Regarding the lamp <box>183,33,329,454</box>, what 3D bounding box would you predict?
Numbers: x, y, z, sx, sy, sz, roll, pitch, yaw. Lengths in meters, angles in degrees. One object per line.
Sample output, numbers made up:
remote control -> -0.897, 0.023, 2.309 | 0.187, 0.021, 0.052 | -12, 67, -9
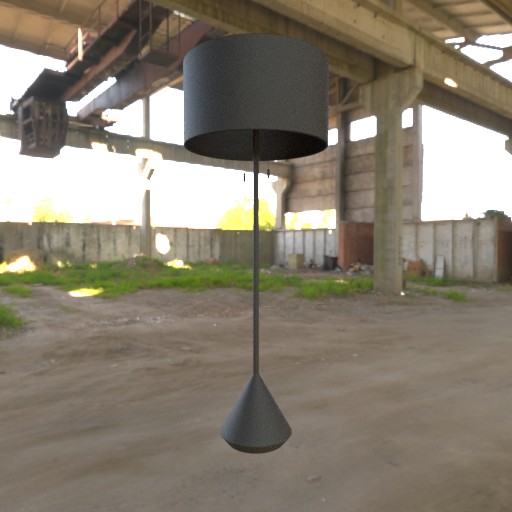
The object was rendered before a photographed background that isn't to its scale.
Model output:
lamp -> 0.000, 0.000, 1.808 | 0.580, 1.526, 0.580 | 0, 2, 18
